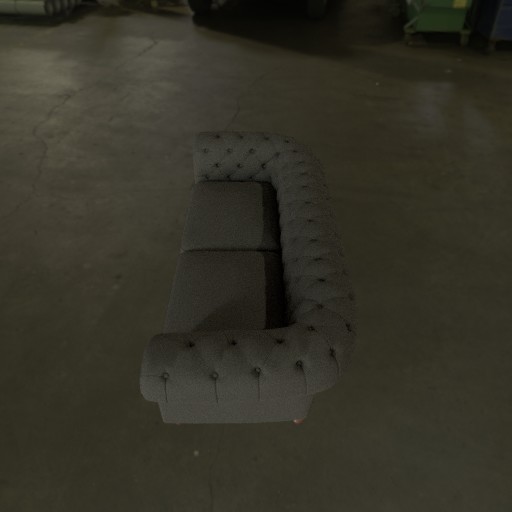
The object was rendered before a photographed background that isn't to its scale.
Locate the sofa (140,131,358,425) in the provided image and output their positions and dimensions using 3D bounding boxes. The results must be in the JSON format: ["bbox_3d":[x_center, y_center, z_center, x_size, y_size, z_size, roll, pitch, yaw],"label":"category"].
[{"bbox_3d":[0.000,0.000,2.863,0.991,0.762,2.362,0,40,0],"label":"sofa"}]
